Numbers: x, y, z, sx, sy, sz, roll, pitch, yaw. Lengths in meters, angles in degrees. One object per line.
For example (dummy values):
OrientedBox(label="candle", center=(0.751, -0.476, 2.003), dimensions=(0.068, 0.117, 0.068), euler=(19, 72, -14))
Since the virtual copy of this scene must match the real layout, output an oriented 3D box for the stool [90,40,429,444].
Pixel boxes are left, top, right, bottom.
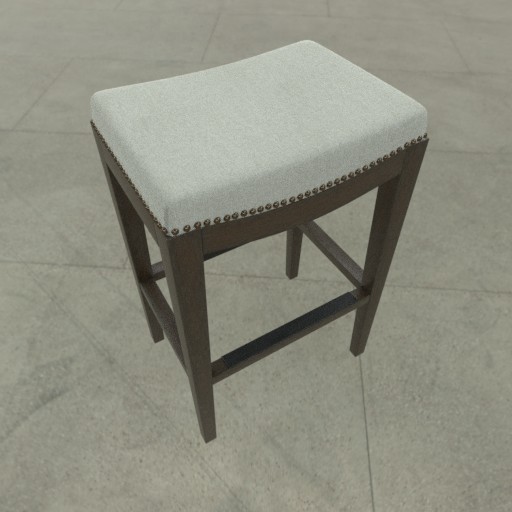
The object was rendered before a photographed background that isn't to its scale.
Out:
OrientedBox(label="stool", center=(0.000, 0.000, 1.002), dimensions=(0.498, 0.759, 0.358), euler=(-23, 51, -20))
